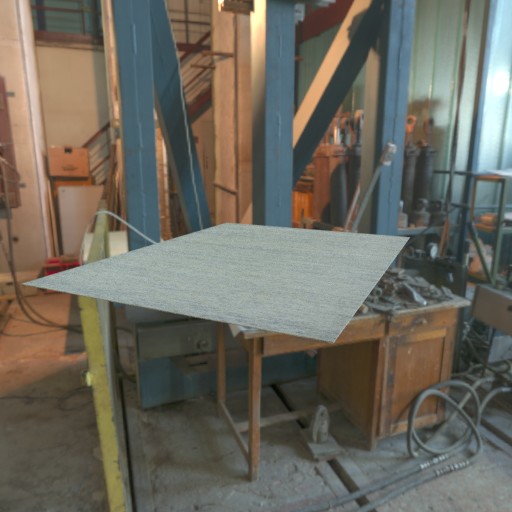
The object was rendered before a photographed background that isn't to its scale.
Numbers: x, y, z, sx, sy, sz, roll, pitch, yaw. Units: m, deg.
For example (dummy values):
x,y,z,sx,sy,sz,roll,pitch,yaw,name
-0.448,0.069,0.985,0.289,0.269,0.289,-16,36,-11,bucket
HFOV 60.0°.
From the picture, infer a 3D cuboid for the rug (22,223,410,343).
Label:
x,y,z,sx,sy,sz,roll,pitch,yaw,name
0.000,0.000,4.268,2.438,0.006,3.197,6,15,25,rug
